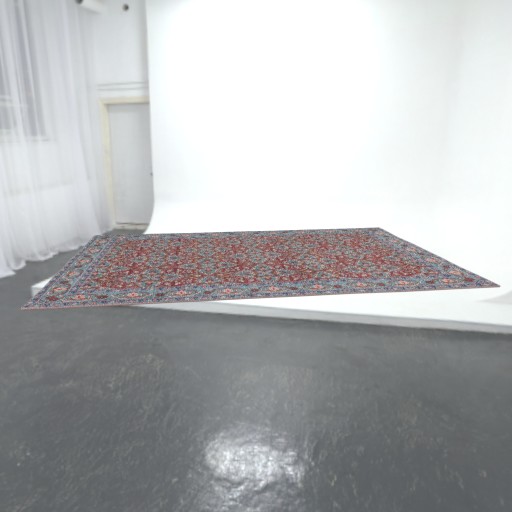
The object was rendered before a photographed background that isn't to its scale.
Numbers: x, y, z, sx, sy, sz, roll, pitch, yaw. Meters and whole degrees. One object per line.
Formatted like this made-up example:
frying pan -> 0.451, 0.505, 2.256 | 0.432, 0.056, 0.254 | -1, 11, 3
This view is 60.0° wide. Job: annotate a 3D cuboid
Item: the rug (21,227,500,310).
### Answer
rug -> 0.000, 0.000, 2.246 | 1.829, 0.009, 1.219 | -2, 15, -8
